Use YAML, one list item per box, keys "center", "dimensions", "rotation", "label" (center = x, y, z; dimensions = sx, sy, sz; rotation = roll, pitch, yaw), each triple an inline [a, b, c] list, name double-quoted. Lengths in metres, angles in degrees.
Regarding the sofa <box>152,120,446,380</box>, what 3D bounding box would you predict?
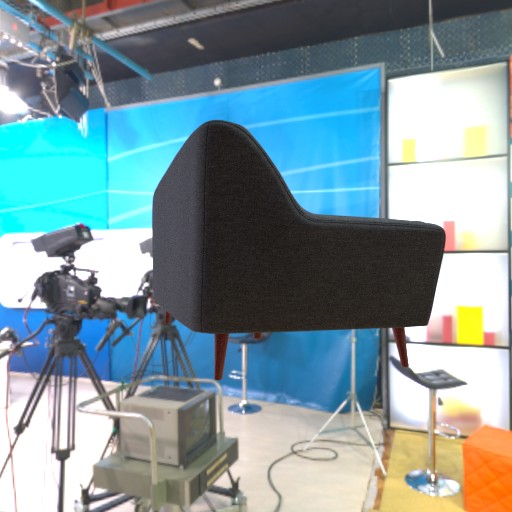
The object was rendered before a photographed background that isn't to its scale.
- center: [0.000, 0.000, 2.399]
  dimensions: [0.975, 0.896, 1.929]
  rotation: [0, -1, -18]
  label: "sofa"
